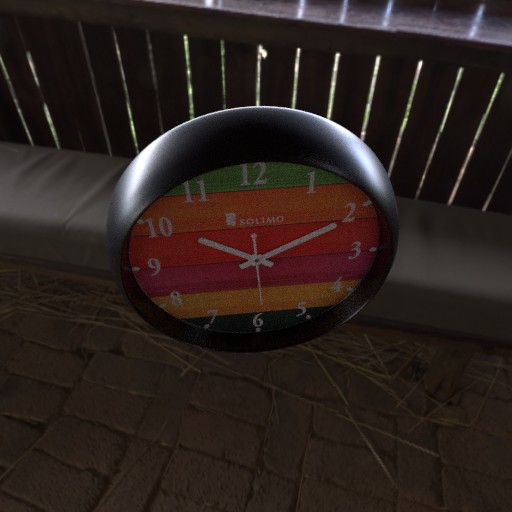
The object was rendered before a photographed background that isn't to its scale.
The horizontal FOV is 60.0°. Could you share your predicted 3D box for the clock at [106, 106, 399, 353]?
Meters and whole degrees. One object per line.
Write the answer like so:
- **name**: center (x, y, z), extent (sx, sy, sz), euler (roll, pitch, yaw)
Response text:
- **clock**: center (0.000, 0.000, 0.456), extent (0.300, 0.300, 0.060), euler (-4, 45, -4)
